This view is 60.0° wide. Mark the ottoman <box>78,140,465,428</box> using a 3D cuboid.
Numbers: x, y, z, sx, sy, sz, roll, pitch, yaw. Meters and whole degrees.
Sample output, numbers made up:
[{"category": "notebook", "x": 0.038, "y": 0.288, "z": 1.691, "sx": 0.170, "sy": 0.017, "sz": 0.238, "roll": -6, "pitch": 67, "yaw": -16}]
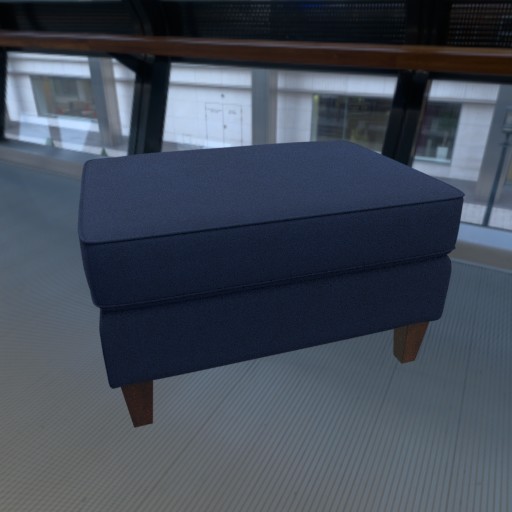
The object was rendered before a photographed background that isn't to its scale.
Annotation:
[{"category": "ottoman", "x": 0.000, "y": 0.000, "z": 1.394, "sx": 0.965, "sy": 0.584, "sz": 0.686, "roll": -8, "pitch": 28, "yaw": -16}]
